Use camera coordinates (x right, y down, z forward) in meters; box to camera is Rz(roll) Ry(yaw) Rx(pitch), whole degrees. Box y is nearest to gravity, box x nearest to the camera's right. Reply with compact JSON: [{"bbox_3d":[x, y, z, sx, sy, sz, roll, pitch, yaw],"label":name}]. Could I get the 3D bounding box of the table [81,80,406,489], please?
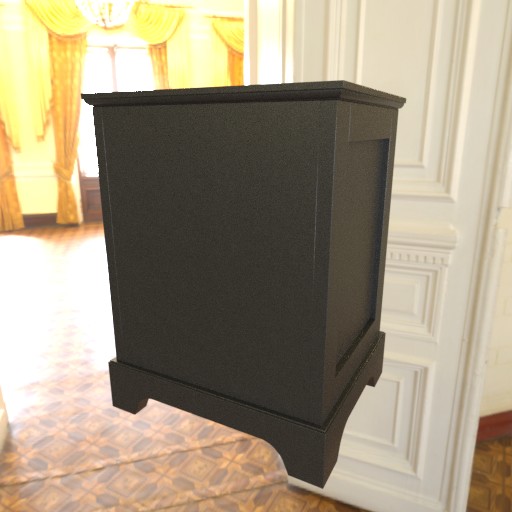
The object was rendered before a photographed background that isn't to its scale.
[{"bbox_3d":[0.000,0.000,0.896,0.460,0.610,0.399,9,18,27],"label":"table"}]
